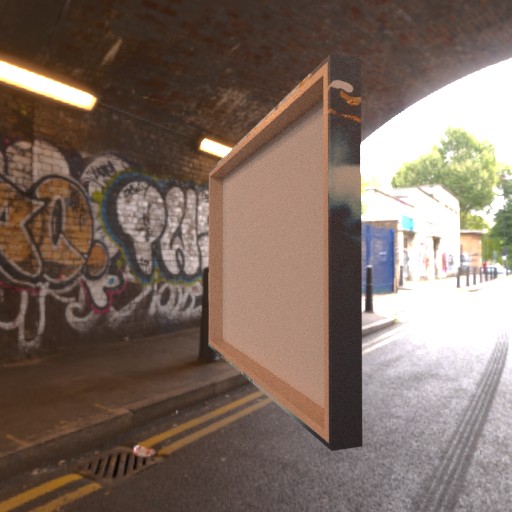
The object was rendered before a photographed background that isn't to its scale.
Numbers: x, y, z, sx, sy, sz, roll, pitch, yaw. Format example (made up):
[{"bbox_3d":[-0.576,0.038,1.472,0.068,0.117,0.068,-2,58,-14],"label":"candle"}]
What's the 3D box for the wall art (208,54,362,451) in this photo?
[{"bbox_3d":[0.000,0.000,0.746,0.036,0.405,0.607,0,-1,-18],"label":"wall art"}]
